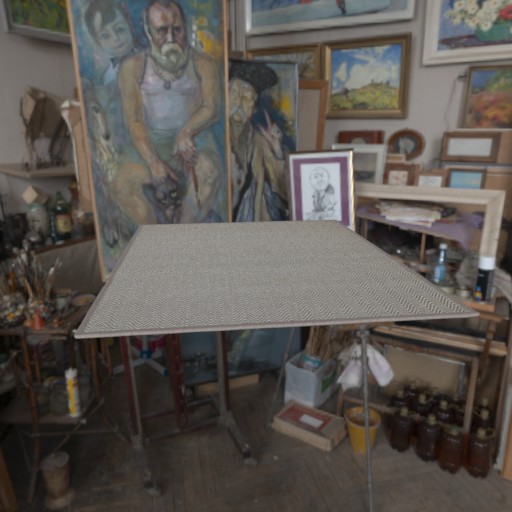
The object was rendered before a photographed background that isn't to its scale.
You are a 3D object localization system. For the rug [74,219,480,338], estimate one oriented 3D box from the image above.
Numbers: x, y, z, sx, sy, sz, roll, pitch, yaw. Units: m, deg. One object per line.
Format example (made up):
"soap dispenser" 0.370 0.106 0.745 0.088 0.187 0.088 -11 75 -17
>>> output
"rug" 0.000 0.000 4.039 2.434 0.032 3.007 -2 16 -7
